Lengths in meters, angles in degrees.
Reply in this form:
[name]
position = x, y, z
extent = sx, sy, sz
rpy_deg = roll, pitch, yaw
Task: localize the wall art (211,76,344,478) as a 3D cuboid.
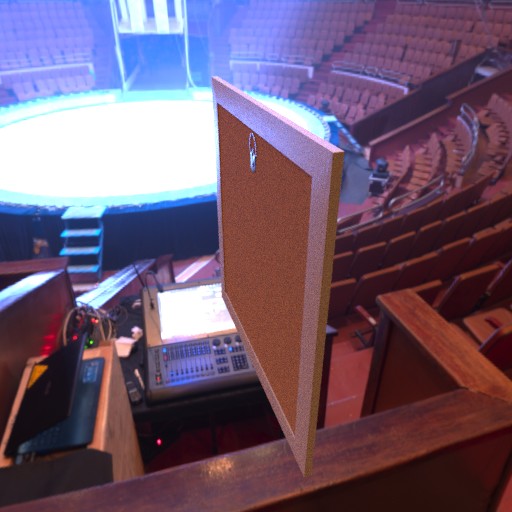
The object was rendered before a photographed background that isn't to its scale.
[wall art]
position = 0.000, 0.000, 0.862
extent = 0.015, 0.577, 0.572
rpy_deg = -9, 31, -16
